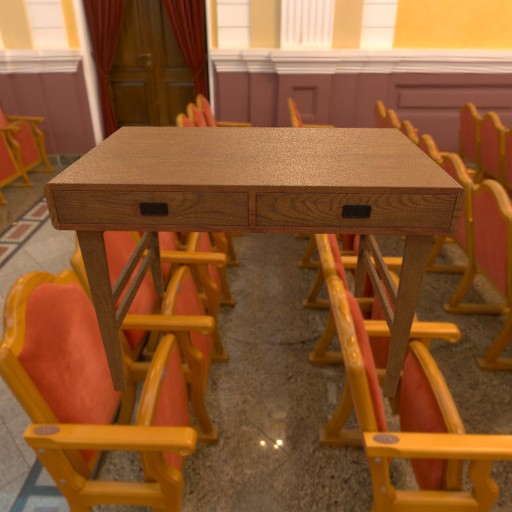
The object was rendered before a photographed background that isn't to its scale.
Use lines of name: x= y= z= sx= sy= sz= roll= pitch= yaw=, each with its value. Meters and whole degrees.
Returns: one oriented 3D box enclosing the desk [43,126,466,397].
desk: x=0.000 y=0.000 z=1.575 sx=1.066 sy=0.754 sz=0.660 roll=1 pitch=28 yaw=2
